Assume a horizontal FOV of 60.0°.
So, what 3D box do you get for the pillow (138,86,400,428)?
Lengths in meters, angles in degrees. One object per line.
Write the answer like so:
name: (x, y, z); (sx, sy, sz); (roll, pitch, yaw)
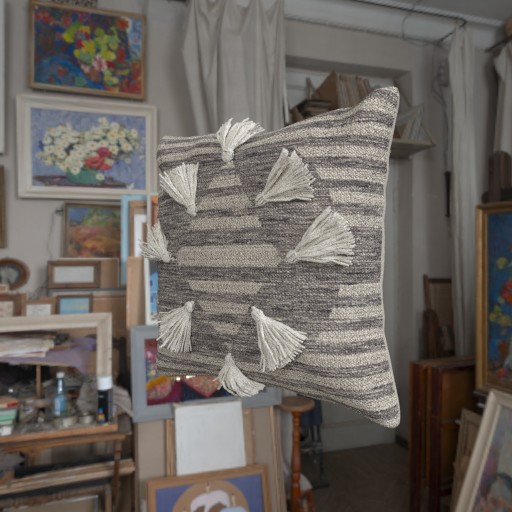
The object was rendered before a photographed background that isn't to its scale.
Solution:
pillow: (0.000, 0.000, 0.760); (0.484, 0.490, 0.234); (0, 0, 35)
